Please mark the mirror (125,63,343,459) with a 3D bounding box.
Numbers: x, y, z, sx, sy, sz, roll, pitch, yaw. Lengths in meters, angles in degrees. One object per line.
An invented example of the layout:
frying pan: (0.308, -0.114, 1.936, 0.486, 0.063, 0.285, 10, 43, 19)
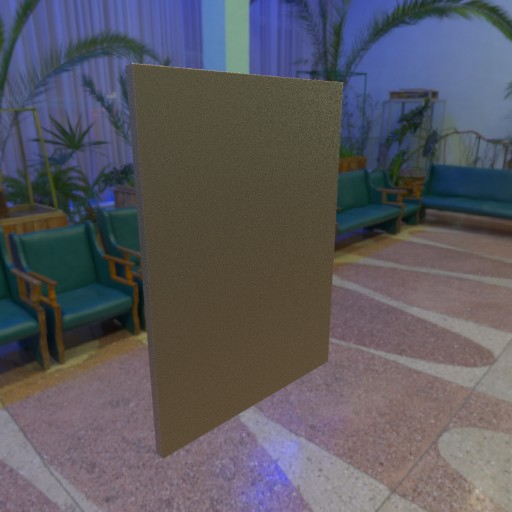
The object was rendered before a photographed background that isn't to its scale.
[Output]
mirror: (0.000, 0.000, 1.350, 0.756, 1.023, 0.032, -16, 23, -41)
